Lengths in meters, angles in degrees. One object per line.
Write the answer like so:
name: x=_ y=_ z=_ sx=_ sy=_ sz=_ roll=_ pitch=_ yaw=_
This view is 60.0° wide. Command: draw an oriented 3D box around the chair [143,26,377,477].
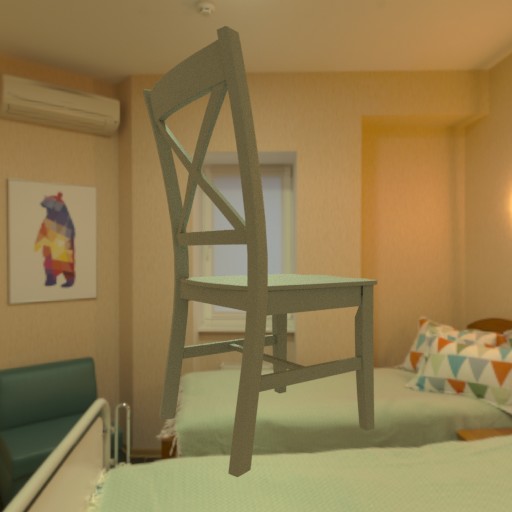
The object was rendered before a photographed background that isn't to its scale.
chair: x=0.000 y=0.000 z=1.282 sx=0.542 sy=0.983 sz=0.485 roll=0 pitch=1 yaw=-35
